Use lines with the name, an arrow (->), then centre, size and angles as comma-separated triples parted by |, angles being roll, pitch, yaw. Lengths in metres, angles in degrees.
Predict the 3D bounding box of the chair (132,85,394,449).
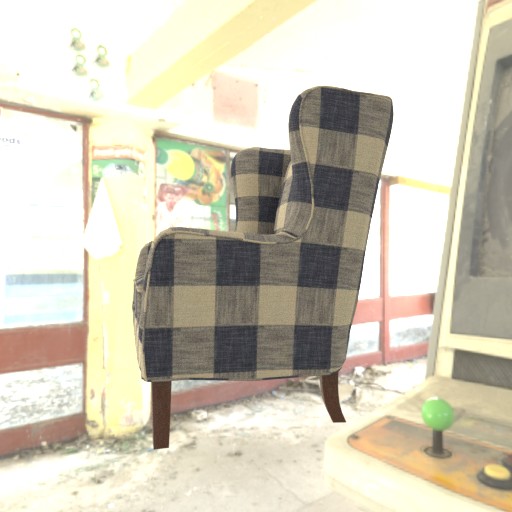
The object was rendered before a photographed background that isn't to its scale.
chair -> 0.000, 0.000, 1.669 | 0.889, 1.041, 0.830 | 0, -1, -17
